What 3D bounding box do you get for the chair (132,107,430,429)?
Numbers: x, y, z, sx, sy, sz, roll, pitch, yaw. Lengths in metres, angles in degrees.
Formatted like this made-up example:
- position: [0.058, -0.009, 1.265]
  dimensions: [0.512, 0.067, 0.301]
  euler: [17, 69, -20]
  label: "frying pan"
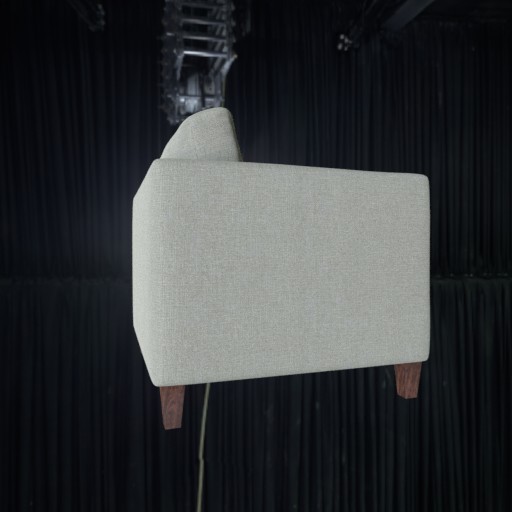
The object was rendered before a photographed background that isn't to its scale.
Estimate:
- position: [0.000, 0.000, 1.857]
  dimensions: [0.959, 0.963, 1.107]
  euler: [0, 1, -18]
  label: "chair"
